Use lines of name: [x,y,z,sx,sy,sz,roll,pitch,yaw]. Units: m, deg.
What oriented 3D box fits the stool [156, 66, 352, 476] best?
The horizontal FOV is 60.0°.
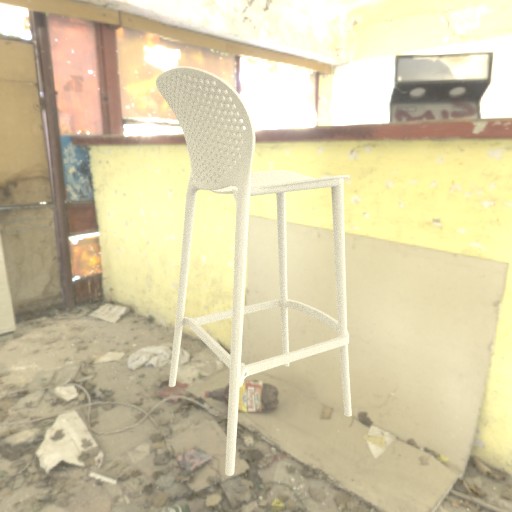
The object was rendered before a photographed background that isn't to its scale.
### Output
stool: [0.000,0.000,1.385,0.535,1.045,0.536,-7,15,-27]
